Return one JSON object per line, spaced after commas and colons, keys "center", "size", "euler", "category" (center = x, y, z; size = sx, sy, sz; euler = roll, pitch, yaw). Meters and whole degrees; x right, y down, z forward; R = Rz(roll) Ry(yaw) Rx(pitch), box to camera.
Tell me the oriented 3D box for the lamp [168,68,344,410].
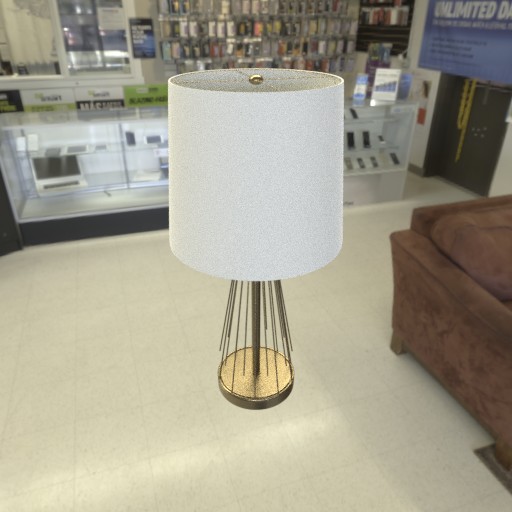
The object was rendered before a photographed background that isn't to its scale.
{"center": [0.000, 0.000, 0.809], "size": [0.303, 0.618, 0.303], "euler": [0, 29, 0], "category": "lamp"}
